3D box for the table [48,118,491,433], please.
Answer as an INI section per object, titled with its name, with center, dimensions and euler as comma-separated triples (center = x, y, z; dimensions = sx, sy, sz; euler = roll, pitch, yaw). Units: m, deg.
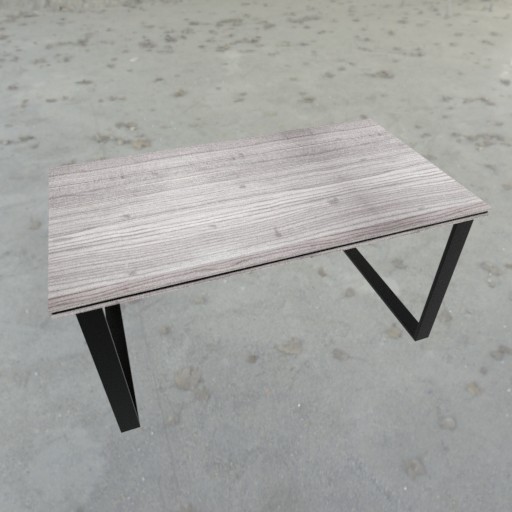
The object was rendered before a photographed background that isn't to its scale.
[table]
center = 0.000, 0.000, 2.029
dimensions = 1.579, 0.736, 0.881
euler = -13, 42, -15
